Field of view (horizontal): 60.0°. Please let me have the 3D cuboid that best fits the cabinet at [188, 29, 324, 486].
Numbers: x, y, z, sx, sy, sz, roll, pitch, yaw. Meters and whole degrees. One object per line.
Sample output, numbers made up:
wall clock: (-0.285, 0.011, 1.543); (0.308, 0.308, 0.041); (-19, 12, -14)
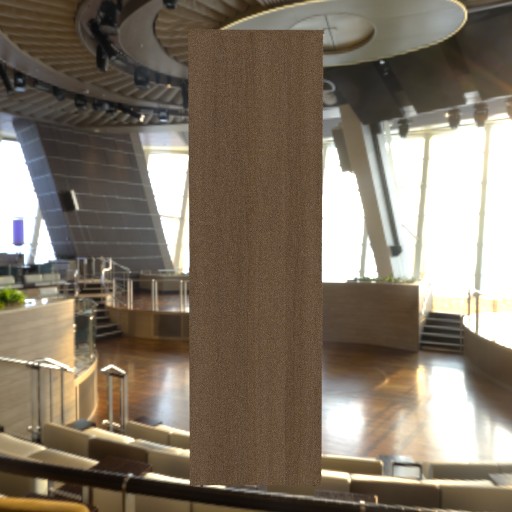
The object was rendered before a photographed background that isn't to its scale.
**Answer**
cabinet: (0.000, 0.000, 2.933); (0.620, 2.060, 1.870); (0, 1, 0)
